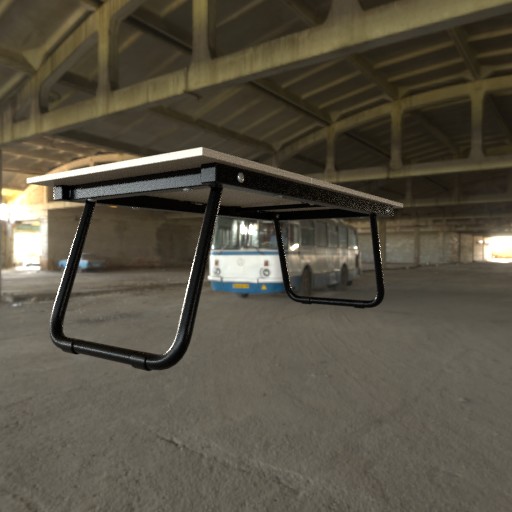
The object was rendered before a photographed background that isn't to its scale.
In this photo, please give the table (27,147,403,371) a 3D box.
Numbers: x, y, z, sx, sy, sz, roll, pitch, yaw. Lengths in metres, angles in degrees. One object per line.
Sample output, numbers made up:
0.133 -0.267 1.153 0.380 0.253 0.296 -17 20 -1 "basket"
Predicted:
0.000 0.000 0.781 0.322 0.242 0.644 1 1 35 "table"
